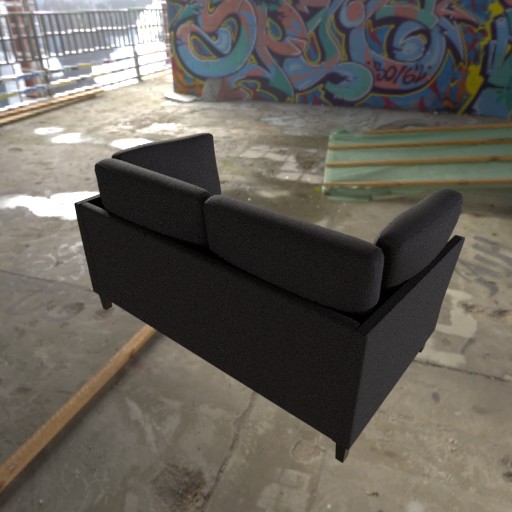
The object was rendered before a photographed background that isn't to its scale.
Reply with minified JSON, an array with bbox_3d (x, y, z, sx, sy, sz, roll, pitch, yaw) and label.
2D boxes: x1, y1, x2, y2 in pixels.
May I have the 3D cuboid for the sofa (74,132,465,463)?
[{"bbox_3d":[0.000,0.000,2.312,1.751,0.920,0.969,22,37,33],"label":"sofa"}]
